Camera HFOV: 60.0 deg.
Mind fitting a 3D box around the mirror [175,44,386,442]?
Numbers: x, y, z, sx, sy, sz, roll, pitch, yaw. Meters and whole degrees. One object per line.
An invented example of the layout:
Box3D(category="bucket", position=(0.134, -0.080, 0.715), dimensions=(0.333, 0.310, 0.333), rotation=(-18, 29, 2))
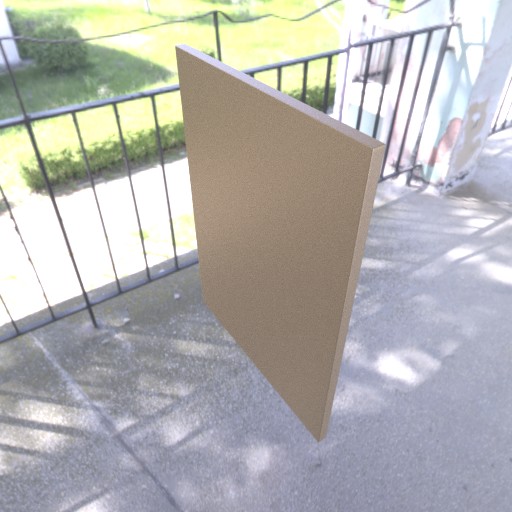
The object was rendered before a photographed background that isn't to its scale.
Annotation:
Box3D(category="mirror", position=(0.000, 0.000, 1.333), dimensions=(0.032, 1.023, 0.756), rotation=(-24, 46, -25))
